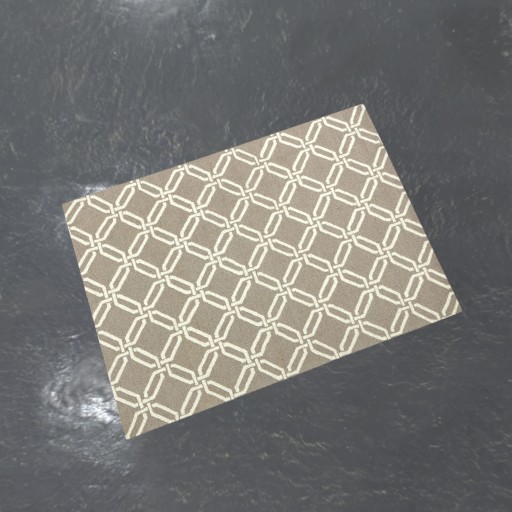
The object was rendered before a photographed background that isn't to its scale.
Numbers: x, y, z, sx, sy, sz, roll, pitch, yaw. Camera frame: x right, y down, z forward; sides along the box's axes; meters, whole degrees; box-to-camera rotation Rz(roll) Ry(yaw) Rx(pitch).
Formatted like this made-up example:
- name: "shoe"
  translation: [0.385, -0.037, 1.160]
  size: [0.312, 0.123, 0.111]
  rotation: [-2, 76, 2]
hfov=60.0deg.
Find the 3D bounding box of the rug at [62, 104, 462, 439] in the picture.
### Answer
- name: "rug"
  translation: [0.000, 0.000, 4.467]
  size: [3.419, 0.020, 2.441]
  rotation: [-20, 77, -5]
